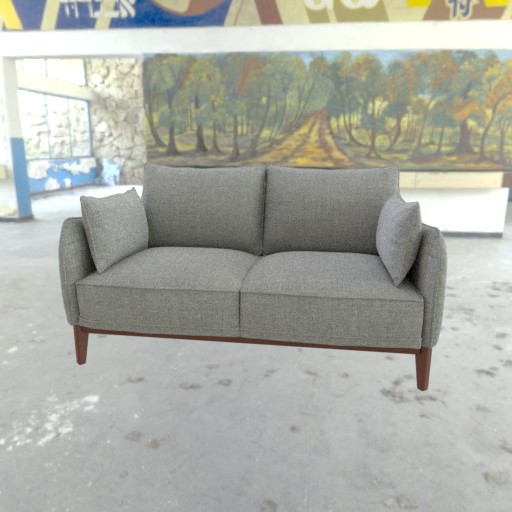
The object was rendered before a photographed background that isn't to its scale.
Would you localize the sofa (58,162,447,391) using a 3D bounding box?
[{"bbox_3d":[0.000,0.000,2.140,1.580,0.851,0.972,2,14,8],"label":"sofa"}]
